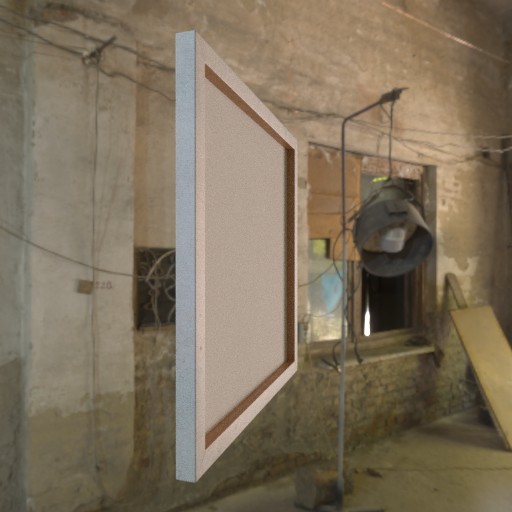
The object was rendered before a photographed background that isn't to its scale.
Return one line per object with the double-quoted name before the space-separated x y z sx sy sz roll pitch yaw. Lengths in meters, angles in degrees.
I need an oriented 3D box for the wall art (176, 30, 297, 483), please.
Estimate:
"wall art" 0.000 0.000 1.111 0.038 0.762 0.762 0 0 18
